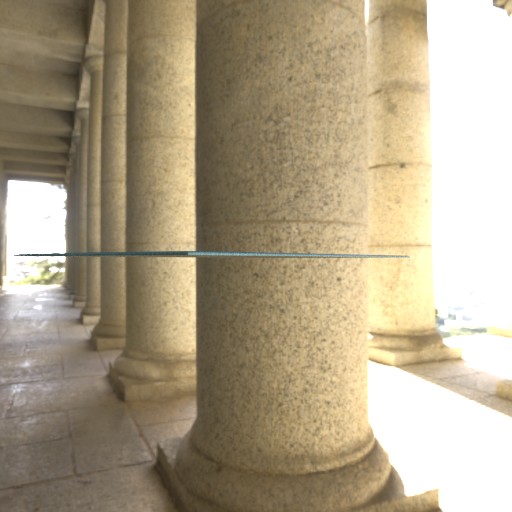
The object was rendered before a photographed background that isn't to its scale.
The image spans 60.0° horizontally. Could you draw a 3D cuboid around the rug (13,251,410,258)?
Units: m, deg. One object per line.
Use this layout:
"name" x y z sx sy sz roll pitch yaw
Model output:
"rug" 0.000 0.000 1.413 0.604 0.007 1.219 0 -1 36
